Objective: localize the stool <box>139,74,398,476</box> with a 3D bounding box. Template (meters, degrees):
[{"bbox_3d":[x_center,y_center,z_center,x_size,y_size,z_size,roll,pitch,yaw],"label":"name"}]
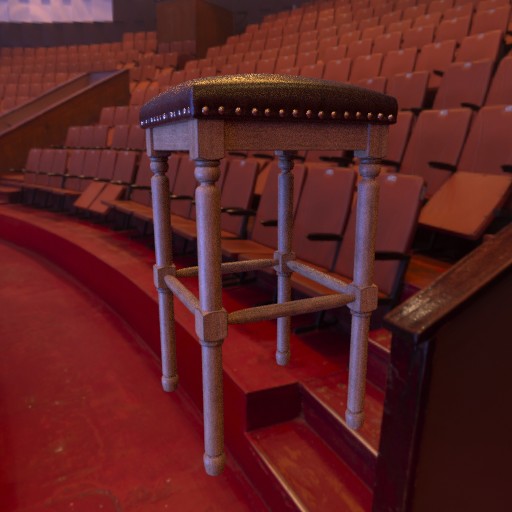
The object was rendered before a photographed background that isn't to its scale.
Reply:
[{"bbox_3d":[0.000,0.000,0.932,0.383,0.702,0.382,-6,15,-24],"label":"stool"}]
